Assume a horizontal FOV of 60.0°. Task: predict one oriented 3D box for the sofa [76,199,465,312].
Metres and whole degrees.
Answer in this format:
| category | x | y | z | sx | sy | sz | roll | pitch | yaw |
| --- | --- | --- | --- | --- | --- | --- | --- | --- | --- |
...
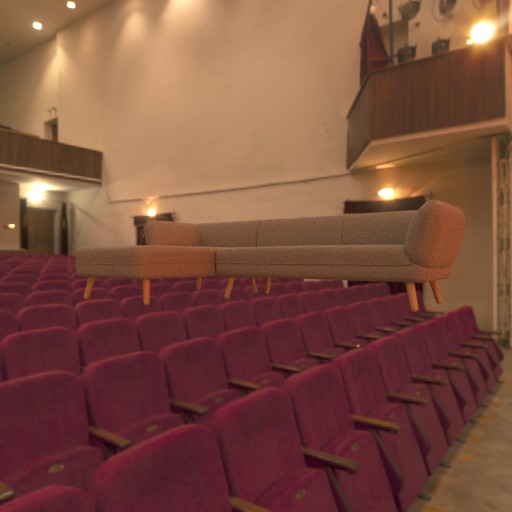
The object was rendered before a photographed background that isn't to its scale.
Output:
| category | x | y | z | sx | sy | sz | roll | pitch | yaw |
| --- | --- | --- | --- | --- | --- | --- | --- | --- | --- |
| sofa | 0.000 | 0.000 | 3.373 | 2.653 | 0.693 | 1.532 | 0 | 0 | 36 |
